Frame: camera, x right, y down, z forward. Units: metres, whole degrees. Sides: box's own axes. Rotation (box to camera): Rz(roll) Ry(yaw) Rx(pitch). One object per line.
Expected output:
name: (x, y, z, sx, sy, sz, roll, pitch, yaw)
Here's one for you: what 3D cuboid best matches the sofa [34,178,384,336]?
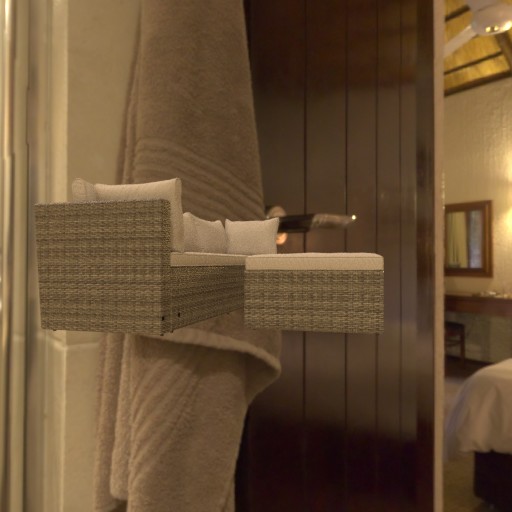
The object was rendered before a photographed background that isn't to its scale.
sofa: (0.000, 0.000, 3.005, 1.662, 0.766, 2.192, 0, -1, 16)
